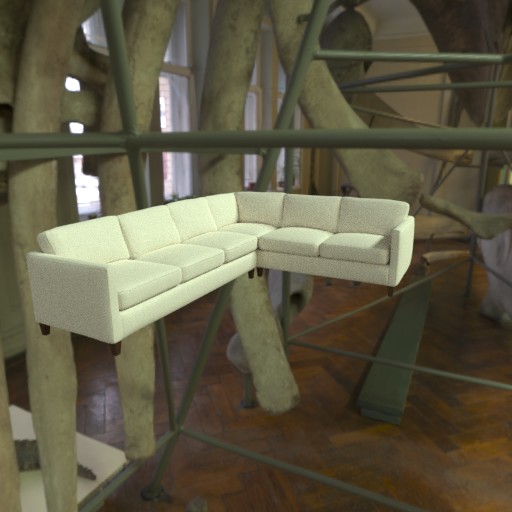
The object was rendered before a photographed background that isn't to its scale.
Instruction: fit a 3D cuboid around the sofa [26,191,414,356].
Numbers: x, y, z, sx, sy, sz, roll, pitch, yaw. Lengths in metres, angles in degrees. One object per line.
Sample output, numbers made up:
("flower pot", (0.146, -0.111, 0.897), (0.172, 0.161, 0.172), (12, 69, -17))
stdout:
("sofa", (0.000, 0.000, 4.469), (2.593, 0.947, 3.302), (7, 16, 26))
